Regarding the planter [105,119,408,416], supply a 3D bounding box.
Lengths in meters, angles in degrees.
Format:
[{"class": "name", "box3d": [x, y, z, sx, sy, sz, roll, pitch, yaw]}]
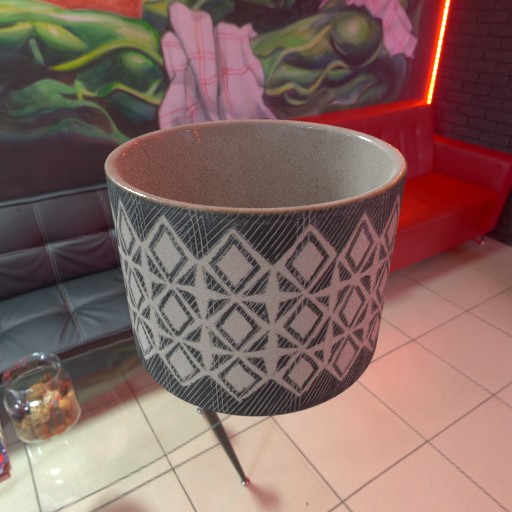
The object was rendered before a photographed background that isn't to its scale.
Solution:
[{"class": "planter", "box3d": [0.000, 0.000, 0.219, 0.126, 0.104, 0.126, 0, 30, 0]}]
